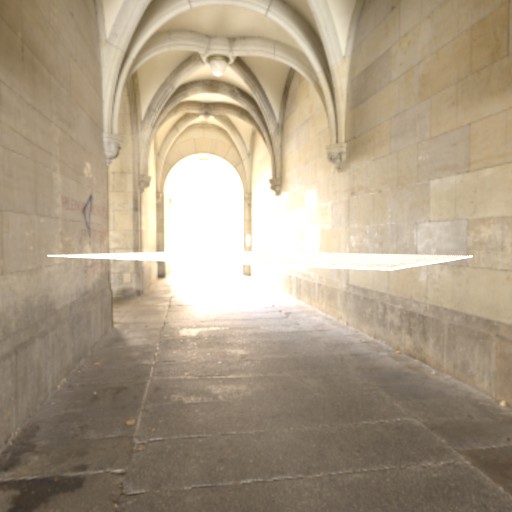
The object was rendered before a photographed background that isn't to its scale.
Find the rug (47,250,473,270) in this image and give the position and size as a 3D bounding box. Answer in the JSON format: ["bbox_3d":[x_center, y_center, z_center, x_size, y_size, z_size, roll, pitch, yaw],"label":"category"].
[{"bbox_3d":[0.000,0.000,2.271,1.827,0.007,1.211,2,3,36],"label":"rug"}]
